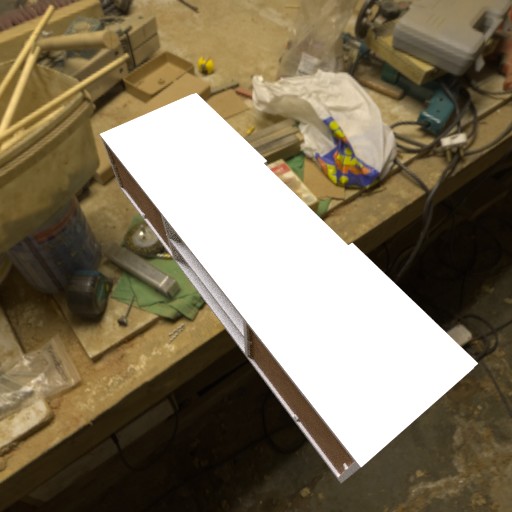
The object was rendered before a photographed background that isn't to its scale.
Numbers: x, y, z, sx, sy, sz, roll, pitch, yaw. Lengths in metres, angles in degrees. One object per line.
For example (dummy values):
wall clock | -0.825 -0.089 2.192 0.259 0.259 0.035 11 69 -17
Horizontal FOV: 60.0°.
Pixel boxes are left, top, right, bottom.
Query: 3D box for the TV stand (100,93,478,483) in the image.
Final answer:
TV stand | 0.000 0.000 1.533 0.420 0.310 1.400 -31 62 -19
